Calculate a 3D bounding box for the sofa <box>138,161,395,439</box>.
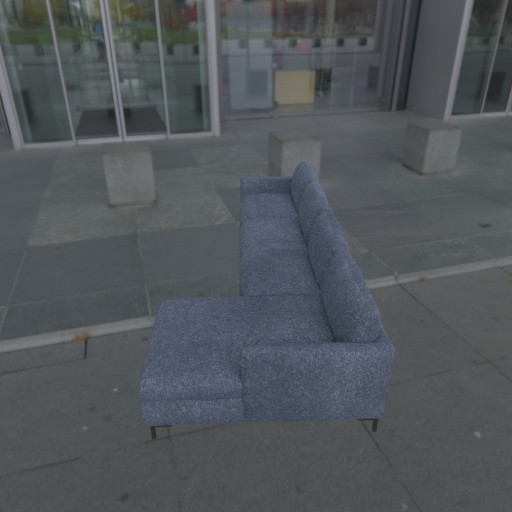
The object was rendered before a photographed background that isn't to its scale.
[{"bbox_3d":[0.000,0.000,3.595,1.350,0.810,2.932,-1,28,-2],"label":"sofa"}]
